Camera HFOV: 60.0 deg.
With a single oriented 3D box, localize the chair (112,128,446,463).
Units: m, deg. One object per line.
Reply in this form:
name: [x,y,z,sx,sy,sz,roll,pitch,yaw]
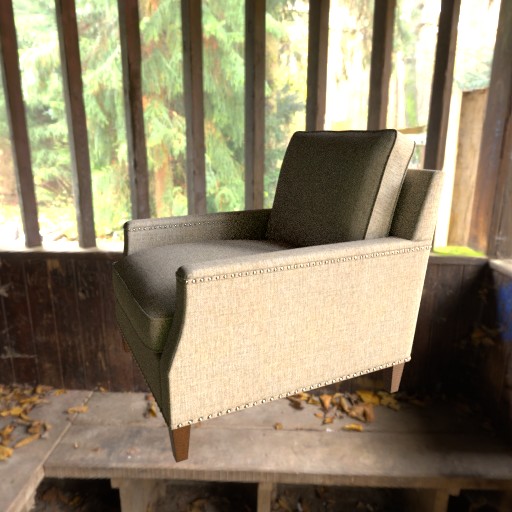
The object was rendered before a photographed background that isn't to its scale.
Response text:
chair: [0.000,0.000,1.706,1.014,0.943,0.853,-7,16,-26]
